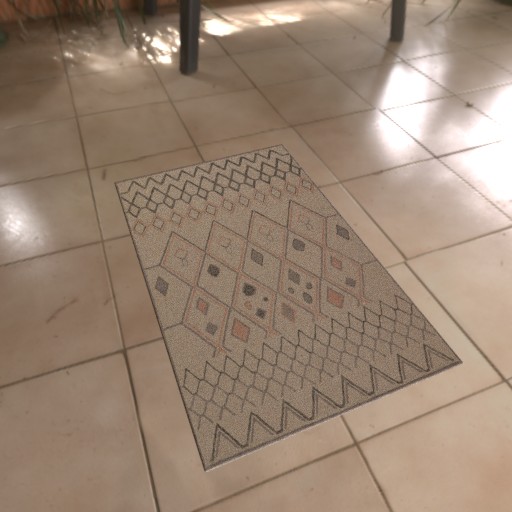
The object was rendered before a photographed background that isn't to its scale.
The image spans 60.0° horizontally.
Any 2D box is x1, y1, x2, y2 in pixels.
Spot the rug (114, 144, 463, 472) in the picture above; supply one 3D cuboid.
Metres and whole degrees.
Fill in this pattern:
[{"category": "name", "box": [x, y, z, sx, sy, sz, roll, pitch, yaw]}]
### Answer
[{"category": "rug", "box": [0.000, 0.000, 3.072, 1.524, 0.015, 2.438, -17, 48, -15]}]
